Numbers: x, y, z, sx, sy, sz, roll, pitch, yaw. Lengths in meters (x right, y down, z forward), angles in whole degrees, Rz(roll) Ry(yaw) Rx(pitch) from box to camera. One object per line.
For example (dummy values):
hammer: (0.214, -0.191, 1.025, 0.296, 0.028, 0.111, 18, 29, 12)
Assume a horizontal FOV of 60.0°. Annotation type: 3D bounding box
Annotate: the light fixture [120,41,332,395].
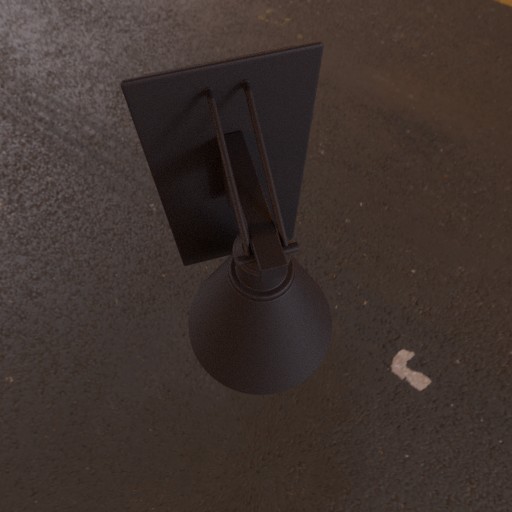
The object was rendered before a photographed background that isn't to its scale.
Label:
light fixture: (0.000, 0.000, 0.409, 0.170, 0.298, 0.207, -14, 65, -7)
